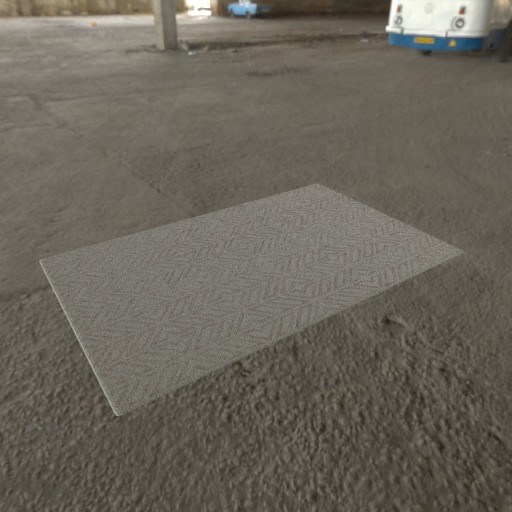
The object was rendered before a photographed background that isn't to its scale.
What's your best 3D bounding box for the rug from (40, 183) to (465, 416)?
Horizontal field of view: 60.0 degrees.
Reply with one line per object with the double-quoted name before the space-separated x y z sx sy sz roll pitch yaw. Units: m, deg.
"rug" 0.000 0.000 2.979 2.438 0.008 1.523 -19 36 -29
